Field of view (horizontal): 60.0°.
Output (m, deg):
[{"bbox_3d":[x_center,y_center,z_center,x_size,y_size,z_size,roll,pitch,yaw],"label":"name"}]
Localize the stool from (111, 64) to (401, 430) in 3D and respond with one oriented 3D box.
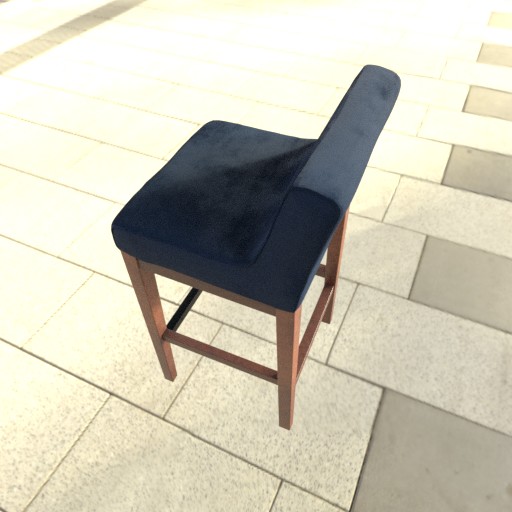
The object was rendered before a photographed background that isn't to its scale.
[{"bbox_3d":[0.000,0.000,1.229,0.516,0.945,0.511,17,49,16],"label":"stool"}]
